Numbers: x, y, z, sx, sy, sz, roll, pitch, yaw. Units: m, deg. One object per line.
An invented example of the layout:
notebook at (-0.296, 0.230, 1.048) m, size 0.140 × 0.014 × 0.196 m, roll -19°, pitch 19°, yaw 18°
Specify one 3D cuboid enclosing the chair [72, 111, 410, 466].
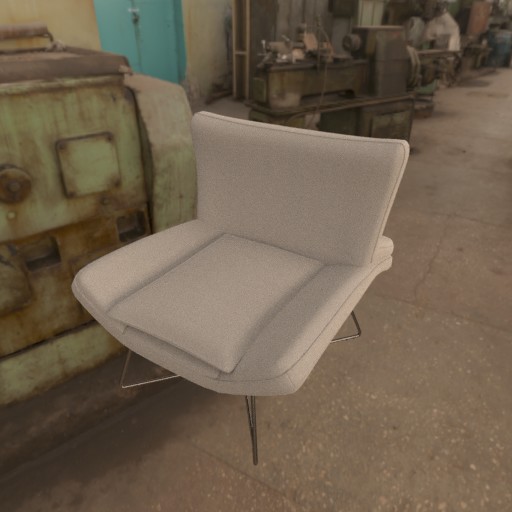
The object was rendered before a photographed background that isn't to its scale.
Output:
chair at (0.000, 0.000, 1.616) m, size 0.859 × 0.855 × 1.008 m, roll 17°, pitch 34°, yaw 28°
